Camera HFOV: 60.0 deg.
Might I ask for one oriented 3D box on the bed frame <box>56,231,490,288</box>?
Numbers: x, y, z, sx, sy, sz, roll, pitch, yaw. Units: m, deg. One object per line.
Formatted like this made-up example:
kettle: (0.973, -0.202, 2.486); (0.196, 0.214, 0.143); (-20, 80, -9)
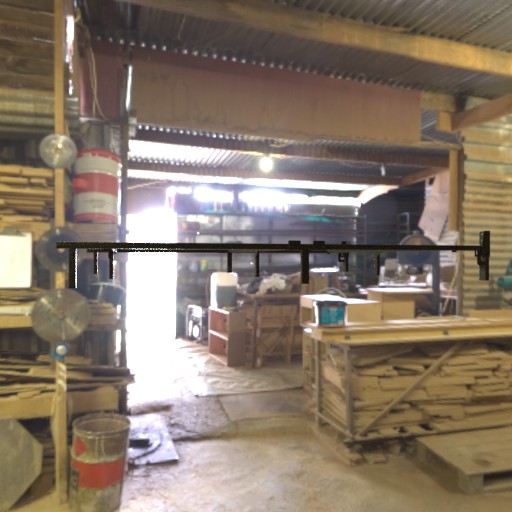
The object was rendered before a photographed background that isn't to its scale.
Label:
bed frame: (0.000, 0.000, 2.637); (1.990, 0.248, 1.498); (0, 0, -17)
